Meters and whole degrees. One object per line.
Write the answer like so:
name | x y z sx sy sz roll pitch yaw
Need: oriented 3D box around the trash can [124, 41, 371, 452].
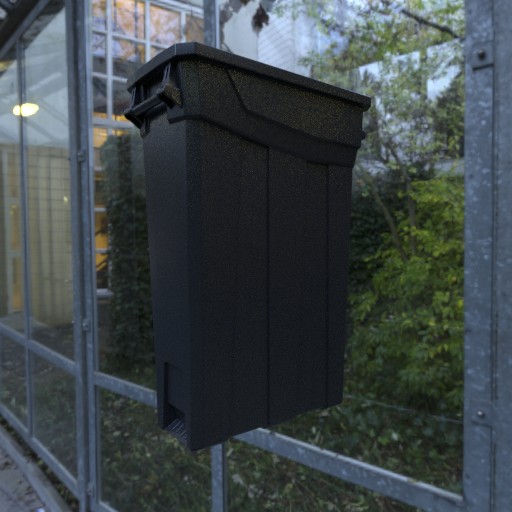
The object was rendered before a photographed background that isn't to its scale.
trash can | 0.000 0.000 1.040 0.559 0.762 0.281 -1 2 -38
